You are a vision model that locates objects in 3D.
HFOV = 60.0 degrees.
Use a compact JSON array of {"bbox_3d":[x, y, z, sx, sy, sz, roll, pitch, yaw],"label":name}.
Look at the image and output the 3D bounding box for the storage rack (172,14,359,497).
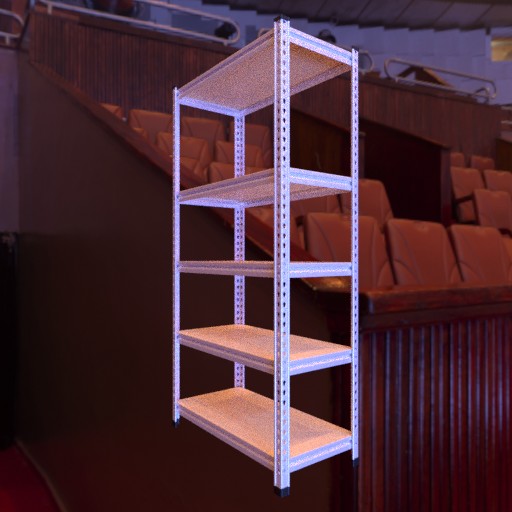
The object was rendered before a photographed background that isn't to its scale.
[{"bbox_3d":[0.000,0.000,2.176,0.457,1.829,0.914,0,0,-37],"label":"storage rack"}]
